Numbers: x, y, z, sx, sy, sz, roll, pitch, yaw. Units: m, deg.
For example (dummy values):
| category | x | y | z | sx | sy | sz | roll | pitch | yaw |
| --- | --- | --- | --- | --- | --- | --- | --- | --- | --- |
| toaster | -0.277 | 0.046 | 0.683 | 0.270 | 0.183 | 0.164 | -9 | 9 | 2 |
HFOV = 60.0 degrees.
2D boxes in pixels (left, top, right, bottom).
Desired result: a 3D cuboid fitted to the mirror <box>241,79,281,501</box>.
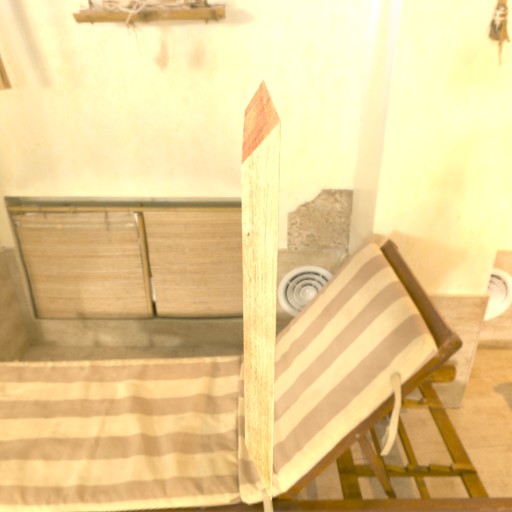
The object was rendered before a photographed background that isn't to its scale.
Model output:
| category | x | y | z | sx | sy | sz | roll | pitch | yaw |
| --- | --- | --- | --- | --- | --- | --- | --- | --- | --- |
| mirror | 0.000 | 0.000 | 0.936 | 0.047 | 0.651 | 0.651 | 0 | 26 | -1 |
